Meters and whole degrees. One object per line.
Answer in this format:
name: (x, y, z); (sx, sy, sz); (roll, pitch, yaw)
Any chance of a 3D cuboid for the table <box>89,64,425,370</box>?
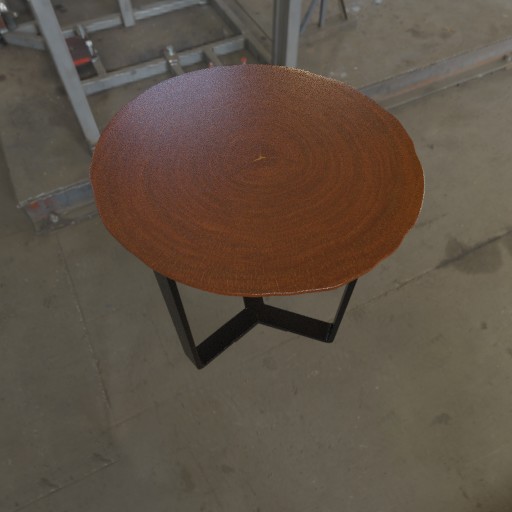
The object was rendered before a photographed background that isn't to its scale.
table: (0.000, 0.000, 0.739); (0.410, 0.450, 0.380); (15, 59, 10)
